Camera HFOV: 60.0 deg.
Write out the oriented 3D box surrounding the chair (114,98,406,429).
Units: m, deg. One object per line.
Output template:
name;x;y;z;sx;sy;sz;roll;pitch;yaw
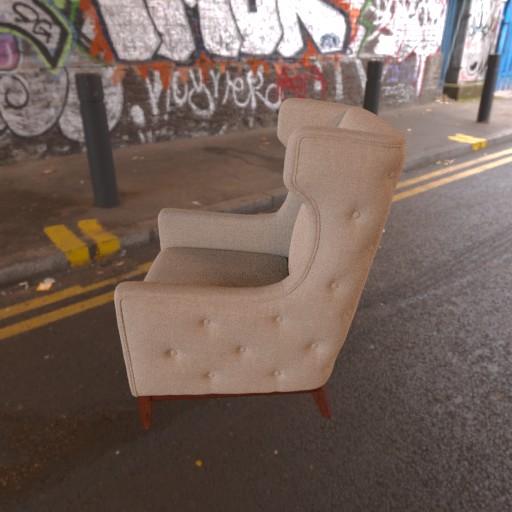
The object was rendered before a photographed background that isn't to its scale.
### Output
chair;0.000;0.000;1.699;0.899;1.079;0.778;0;26;1
